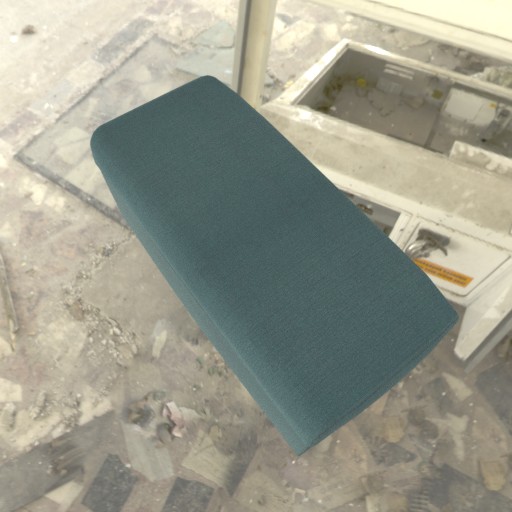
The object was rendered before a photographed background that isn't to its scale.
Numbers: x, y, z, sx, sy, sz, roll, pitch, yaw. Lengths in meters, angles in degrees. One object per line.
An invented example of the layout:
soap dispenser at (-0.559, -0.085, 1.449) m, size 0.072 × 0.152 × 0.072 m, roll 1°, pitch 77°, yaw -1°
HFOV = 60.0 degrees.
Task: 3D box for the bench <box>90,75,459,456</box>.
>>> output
bench at (0.000, 0.000, 1.277) m, size 0.476 × 0.474 × 0.995 m, roll -34°, pitch 67°, yaw -16°
